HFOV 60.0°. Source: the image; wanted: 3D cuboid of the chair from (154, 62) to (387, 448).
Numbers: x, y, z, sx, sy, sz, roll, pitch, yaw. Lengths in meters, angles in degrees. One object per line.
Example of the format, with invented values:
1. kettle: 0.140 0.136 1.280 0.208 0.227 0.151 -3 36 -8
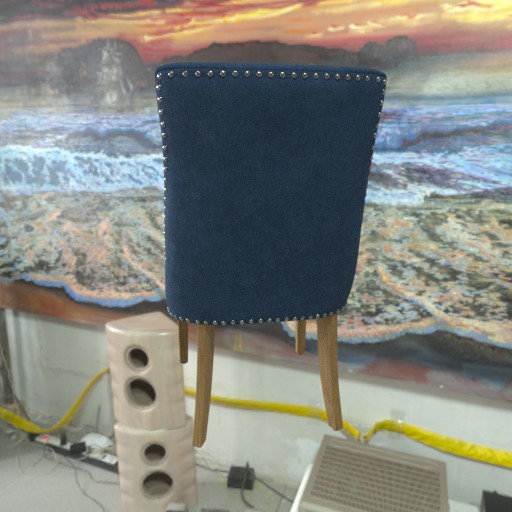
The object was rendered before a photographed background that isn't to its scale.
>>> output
1. chair: 0.000 0.000 1.226 0.495 0.902 0.610 -2 14 -9
